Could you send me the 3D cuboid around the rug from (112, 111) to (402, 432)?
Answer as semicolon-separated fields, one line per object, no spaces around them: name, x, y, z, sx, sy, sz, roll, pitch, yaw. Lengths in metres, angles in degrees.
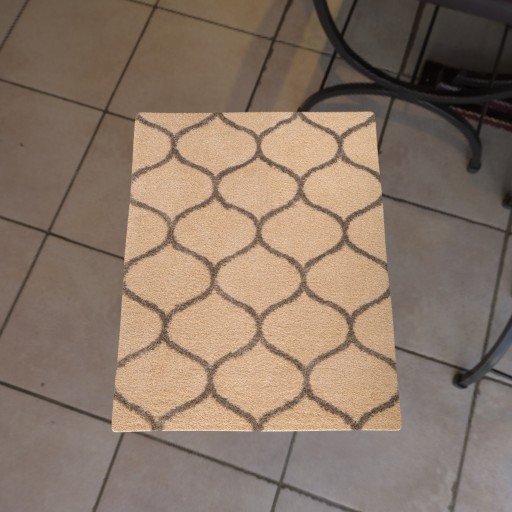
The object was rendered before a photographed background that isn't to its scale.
rug;0.000;0.000;4.055;2.399;0.026;3.000;0;75;0
